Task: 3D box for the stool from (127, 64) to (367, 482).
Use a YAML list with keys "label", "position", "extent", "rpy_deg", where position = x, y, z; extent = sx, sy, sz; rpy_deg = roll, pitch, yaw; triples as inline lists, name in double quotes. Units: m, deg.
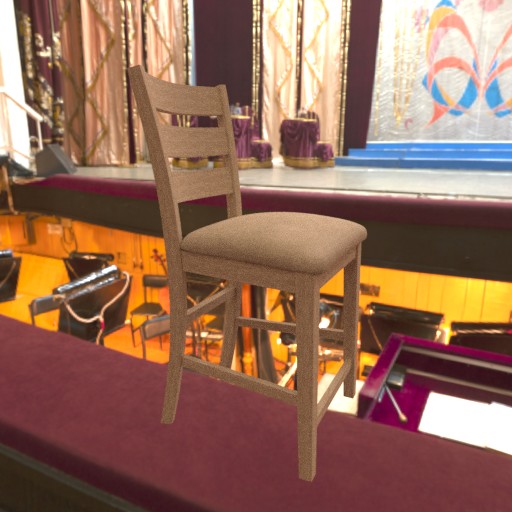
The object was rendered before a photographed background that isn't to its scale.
- label: "stool"
  position: [0.000, 0.000, 1.326]
  extent: [0.569, 1.032, 0.484]
  rpy_deg: [7, 15, 25]
